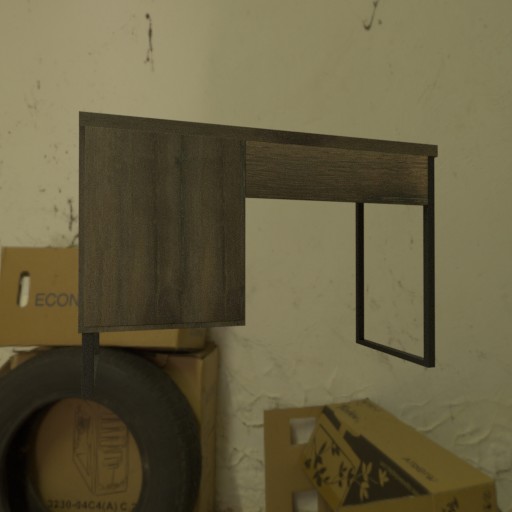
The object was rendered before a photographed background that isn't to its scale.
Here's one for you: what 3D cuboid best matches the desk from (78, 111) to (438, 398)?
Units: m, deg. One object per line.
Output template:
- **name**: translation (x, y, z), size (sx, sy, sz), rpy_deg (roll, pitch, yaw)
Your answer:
- **desk**: translation (0.000, 0.000, 1.570), size (1.134, 0.752, 0.511), rpy_deg (0, -1, -18)
